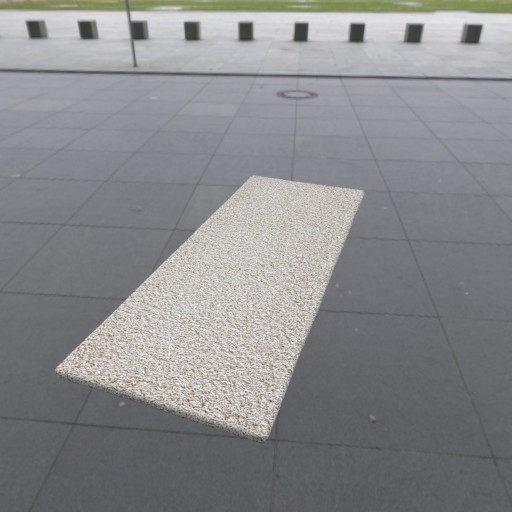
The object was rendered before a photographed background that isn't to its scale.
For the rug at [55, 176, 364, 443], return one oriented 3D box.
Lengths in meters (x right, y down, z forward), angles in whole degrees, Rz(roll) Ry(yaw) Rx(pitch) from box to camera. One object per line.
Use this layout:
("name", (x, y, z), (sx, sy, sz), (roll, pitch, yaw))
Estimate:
("rug", (0.000, 0.000, 1.718), (0.609, 0.030, 1.524), (11, 33, 17))
